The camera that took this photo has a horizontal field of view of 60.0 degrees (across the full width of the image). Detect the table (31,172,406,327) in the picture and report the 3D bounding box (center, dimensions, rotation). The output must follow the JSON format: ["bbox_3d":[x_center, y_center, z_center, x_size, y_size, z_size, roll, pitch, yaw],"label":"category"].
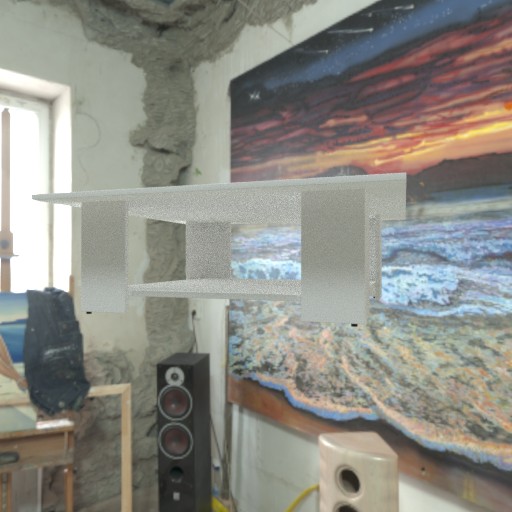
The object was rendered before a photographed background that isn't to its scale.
[{"bbox_3d":[0.000,0.000,1.389,0.890,0.305,0.890,0,0,19],"label":"table"}]
